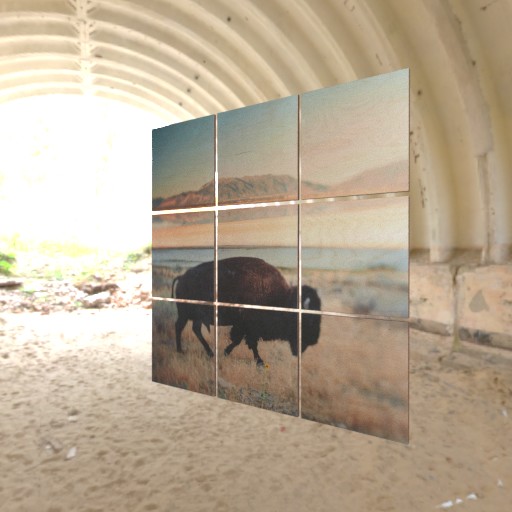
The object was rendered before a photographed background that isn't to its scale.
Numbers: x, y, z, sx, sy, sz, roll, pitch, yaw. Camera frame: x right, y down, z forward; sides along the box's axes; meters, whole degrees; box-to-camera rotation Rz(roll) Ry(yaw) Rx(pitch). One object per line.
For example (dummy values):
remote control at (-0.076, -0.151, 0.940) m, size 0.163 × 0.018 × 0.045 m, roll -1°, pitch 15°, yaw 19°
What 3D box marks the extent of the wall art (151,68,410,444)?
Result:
wall art at (0.000, 0.000, 1.793) m, size 1.221 × 1.218 × 0.019 m, roll 0°, pitch 0°, yaw 35°
